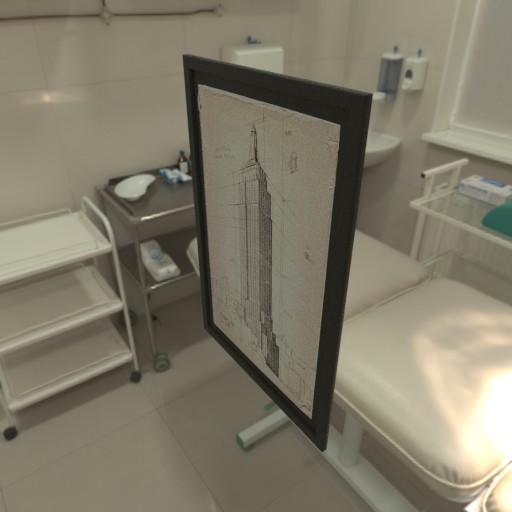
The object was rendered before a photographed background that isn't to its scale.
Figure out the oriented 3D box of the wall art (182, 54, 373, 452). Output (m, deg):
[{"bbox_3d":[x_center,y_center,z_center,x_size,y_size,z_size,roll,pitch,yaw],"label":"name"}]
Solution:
[{"bbox_3d":[0.000,0.000,0.843,0.012,0.661,0.451,-21,37,-30],"label":"wall art"}]
